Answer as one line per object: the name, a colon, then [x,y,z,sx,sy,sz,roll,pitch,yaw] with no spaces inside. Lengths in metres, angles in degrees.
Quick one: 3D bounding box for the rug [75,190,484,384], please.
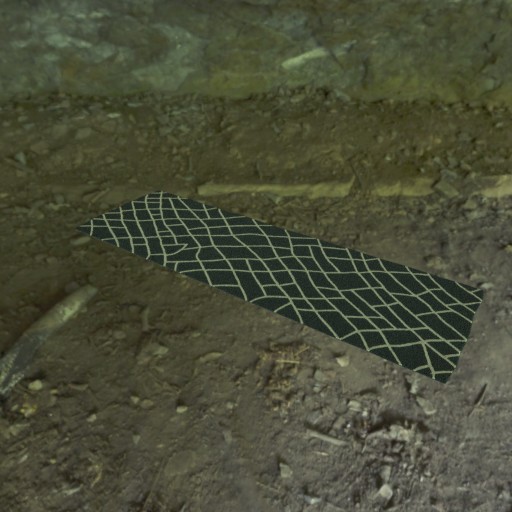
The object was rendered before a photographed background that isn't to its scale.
rug: [0.000,0.000,2.706,2.476,0.010,0.807,20,37,29]
